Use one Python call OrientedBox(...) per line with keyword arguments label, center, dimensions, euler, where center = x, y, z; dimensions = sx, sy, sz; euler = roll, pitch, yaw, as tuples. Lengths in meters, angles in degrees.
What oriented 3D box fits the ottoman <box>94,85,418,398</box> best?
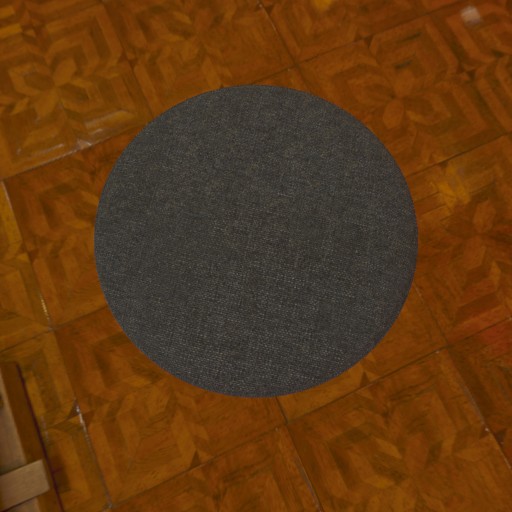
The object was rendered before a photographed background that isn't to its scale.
OrientedBox(label="ottoman", center=(0.000, 0.000, 0.884), dimensions=(0.520, 0.430, 0.520), euler=(0, 76, 0))
